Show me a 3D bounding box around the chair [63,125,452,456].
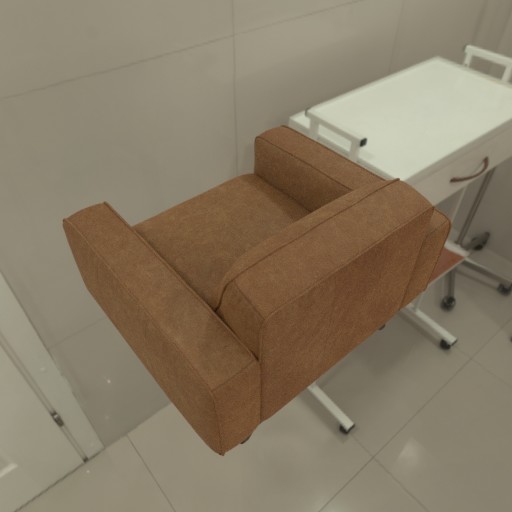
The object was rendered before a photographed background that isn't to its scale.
[{"bbox_3d":[0.000,0.000,1.728,1.118,0.782,0.952,-30,52,-27],"label":"chair"}]
